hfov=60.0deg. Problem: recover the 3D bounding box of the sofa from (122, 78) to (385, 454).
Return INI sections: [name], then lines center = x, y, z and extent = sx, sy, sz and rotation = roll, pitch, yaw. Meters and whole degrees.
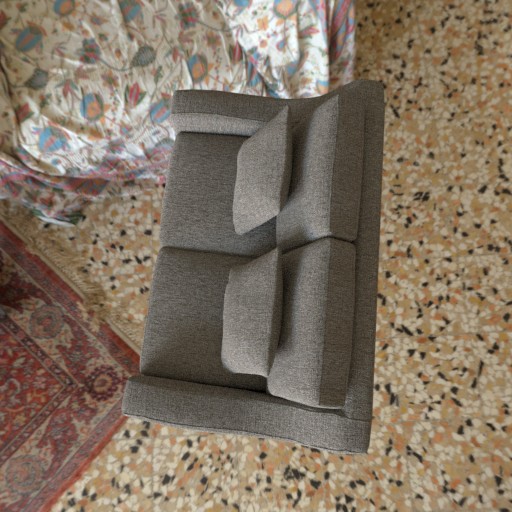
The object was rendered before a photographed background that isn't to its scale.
[sofa]
center = 0.000, 0.000, 2.350
extent = 1.120, 0.991, 1.778
rotation = 6, 77, 1
